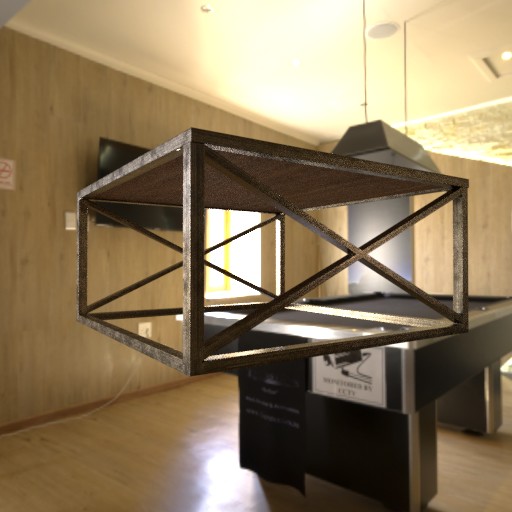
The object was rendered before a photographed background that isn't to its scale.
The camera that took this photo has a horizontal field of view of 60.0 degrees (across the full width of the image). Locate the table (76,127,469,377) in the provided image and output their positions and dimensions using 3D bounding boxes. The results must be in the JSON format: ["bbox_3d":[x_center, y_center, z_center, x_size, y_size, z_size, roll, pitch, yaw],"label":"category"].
[{"bbox_3d":[0.000,0.000,1.426,0.899,0.451,0.909,1,-1,-34],"label":"table"}]
